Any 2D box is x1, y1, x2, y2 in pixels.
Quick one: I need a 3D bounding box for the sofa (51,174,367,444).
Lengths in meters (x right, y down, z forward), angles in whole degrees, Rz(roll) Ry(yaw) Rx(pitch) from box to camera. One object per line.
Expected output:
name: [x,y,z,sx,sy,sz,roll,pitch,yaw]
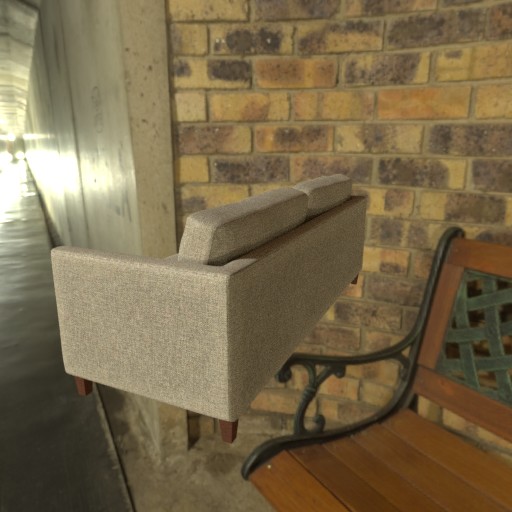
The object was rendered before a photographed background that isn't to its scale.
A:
sofa: [0.000,0.000,2.901,0.948,0.951,2.434,7,17,24]
